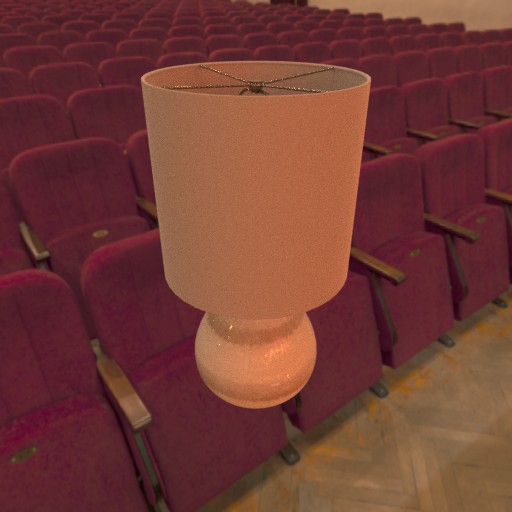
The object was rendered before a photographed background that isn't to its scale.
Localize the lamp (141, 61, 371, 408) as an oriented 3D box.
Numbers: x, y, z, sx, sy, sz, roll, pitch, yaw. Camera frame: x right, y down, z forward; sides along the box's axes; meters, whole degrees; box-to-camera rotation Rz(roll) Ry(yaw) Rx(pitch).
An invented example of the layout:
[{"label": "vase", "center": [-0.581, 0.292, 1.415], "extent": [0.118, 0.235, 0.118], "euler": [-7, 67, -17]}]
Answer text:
[{"label": "lamp", "center": [0.000, 0.000, 0.528], "extent": [0.217, 0.404, 0.217], "euler": [-21, 36, -31]}]
